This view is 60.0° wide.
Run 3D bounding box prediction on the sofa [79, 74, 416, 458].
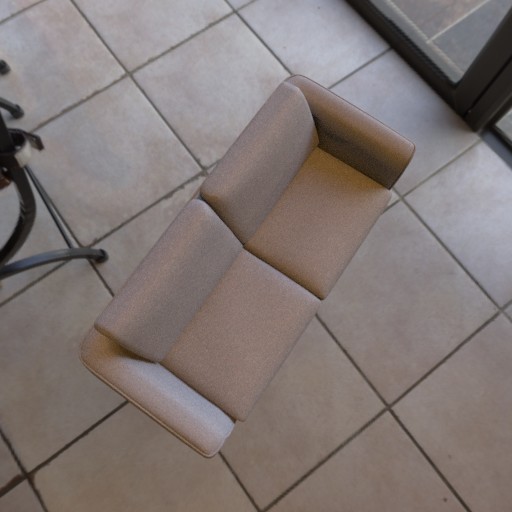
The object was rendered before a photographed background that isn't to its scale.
[{"bbox_3d":[0.000,0.000,2.557,0.920,0.870,2.000,34,78,8],"label":"sofa"}]
